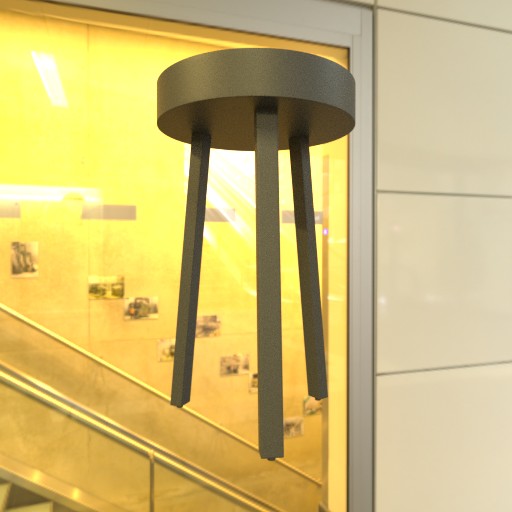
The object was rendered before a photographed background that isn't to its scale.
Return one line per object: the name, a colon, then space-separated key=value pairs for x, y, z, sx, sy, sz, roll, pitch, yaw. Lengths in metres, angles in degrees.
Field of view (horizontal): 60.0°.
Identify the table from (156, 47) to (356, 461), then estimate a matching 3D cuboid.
table: x=0.000 y=0.000 z=0.931 sx=0.406 sy=0.686 sz=0.406 roll=-1 pitch=1 yaw=-37
